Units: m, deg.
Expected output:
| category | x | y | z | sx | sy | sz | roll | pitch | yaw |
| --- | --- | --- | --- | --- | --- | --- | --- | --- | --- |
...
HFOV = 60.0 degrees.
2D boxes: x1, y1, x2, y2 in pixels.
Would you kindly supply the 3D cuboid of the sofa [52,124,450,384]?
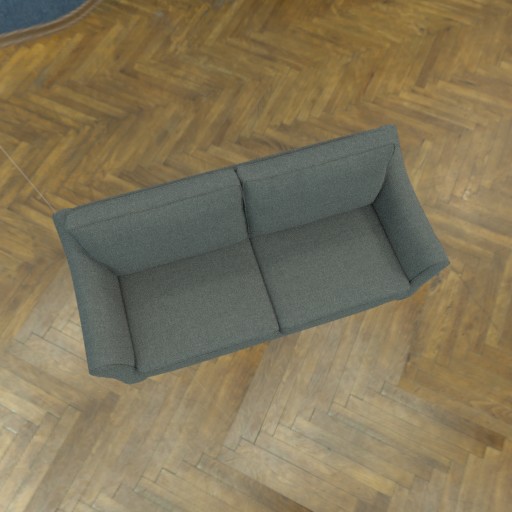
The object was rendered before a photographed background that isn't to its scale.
| category | x | y | z | sx | sy | sz | roll | pitch | yaw |
| --- | --- | --- | --- | --- | --- | --- | --- | --- | --- |
| sofa | 0.000 | 0.000 | 2.799 | 2.203 | 0.976 | 1.013 | -16 | 67 | -7 |
